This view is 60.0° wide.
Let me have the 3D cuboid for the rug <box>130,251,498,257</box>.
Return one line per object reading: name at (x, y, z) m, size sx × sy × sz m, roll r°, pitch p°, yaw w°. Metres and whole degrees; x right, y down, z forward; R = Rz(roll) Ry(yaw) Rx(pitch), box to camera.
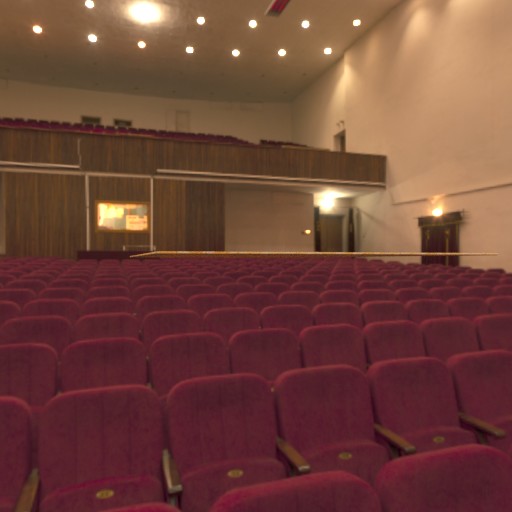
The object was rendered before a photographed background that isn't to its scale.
rug at (0.000, 0.000, 2.921) m, size 1.511 × 0.010 × 2.424 m, roll 0°, pitch 0°, yaw -18°
